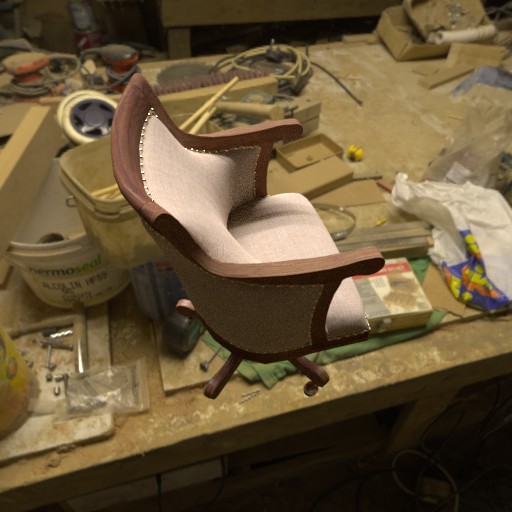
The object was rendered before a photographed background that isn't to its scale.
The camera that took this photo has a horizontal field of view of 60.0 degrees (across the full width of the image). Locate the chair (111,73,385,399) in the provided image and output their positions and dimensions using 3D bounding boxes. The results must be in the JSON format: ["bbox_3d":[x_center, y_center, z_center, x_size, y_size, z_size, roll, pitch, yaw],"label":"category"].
[{"bbox_3d":[0.000,0.000,1.396,0.689,0.965,0.656,-11,48,-10],"label":"chair"}]
